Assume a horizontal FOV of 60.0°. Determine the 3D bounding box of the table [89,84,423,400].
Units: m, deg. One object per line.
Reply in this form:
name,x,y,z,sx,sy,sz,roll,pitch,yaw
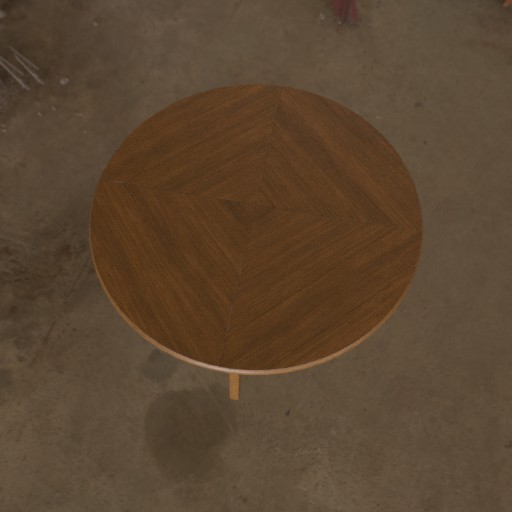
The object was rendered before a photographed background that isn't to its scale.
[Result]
table,0.000,0.000,1.747,1.055,0.757,1.055,0,64,0
